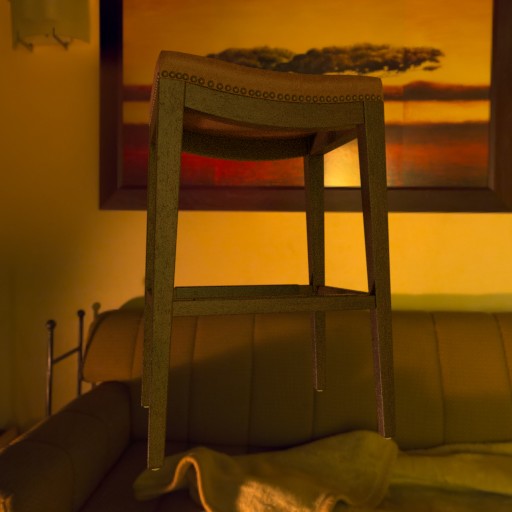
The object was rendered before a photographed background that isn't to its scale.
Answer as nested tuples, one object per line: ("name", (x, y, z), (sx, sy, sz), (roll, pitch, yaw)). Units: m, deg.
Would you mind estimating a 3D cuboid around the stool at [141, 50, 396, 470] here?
("stool", (0.000, 0.000, 1.020), (0.500, 0.759, 0.361), (0, 0, -16))
